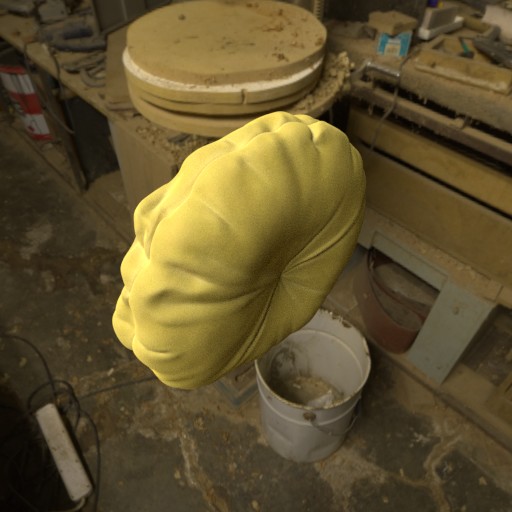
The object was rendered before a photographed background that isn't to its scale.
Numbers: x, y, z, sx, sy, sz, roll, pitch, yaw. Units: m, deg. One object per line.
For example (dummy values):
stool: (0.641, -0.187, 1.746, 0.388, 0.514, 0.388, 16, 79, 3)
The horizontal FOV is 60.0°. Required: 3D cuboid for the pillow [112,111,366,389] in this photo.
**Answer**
pillow: (0.000, 0.000, 0.638, 0.428, 0.407, 0.148, -33, 54, -27)
